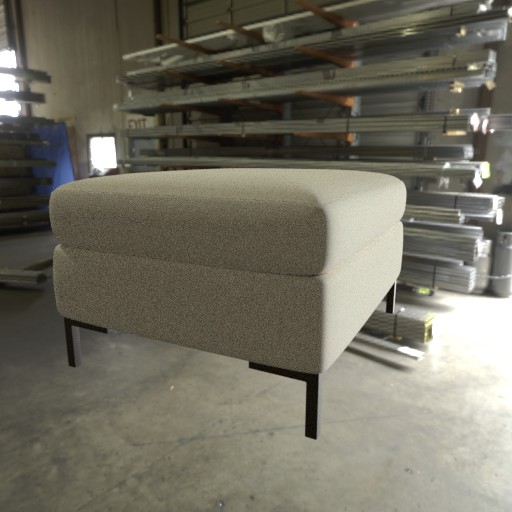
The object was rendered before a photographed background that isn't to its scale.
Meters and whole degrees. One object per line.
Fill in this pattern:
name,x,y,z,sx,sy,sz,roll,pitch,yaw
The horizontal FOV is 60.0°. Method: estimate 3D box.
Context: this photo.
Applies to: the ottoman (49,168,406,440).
ottoman,0.000,0.000,1.187,0.657,0.453,0.794,6,14,26
